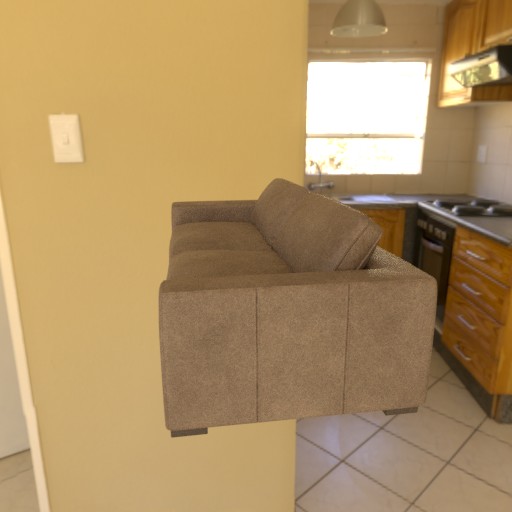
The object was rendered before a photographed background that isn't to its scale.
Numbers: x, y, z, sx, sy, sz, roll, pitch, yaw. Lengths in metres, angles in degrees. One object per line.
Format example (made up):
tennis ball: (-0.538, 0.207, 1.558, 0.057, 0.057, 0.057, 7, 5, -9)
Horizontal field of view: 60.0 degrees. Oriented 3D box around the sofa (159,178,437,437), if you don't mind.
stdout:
sofa: (0.000, 0.000, 2.695, 1.070, 0.801, 2.262, -2, 15, -9)
